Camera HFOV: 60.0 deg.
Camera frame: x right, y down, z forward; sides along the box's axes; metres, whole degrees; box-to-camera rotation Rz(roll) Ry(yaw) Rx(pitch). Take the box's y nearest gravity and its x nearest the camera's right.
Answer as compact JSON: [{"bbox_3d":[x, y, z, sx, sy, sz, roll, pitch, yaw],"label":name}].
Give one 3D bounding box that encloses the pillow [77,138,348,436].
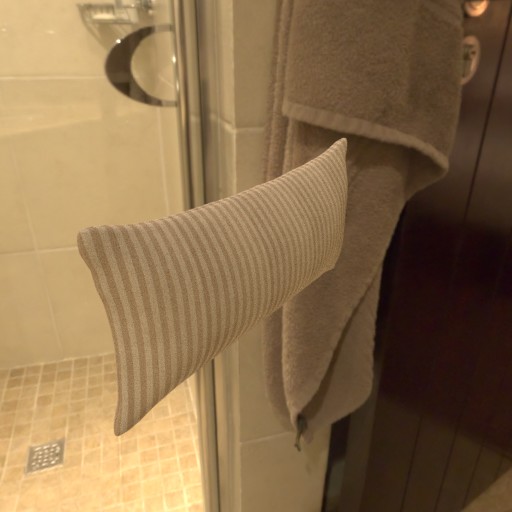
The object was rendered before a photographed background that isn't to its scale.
[{"bbox_3d":[0.000,0.000,0.741,0.151,0.295,0.617,18,31,32],"label":"pillow"}]
